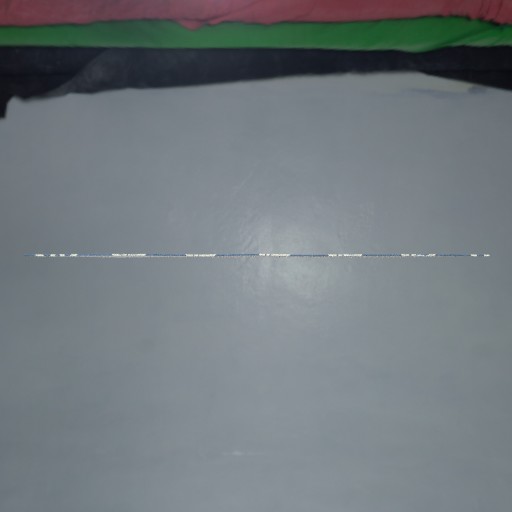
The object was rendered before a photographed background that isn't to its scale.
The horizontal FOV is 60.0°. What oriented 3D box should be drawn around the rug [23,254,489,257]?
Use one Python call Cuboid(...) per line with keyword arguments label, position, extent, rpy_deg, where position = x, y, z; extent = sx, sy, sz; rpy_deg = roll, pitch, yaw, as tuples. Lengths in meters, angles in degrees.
Cuboid(label="rug", position=(0.000, 0.000, 2.222), extent=(1.755, 0.010, 1.153), rpy_deg=(0, 0, 0))
